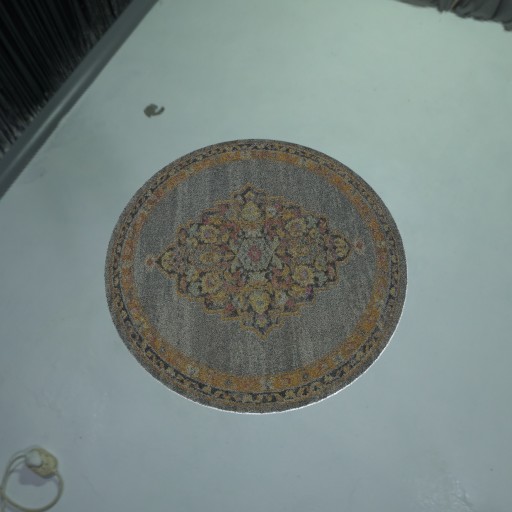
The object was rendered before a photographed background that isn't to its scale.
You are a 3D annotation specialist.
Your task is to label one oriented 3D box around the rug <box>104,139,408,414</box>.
[{"bbox_3d":[0.000,0.000,2.359,1.598,0.010,1.598,0,64,0],"label":"rug"}]
